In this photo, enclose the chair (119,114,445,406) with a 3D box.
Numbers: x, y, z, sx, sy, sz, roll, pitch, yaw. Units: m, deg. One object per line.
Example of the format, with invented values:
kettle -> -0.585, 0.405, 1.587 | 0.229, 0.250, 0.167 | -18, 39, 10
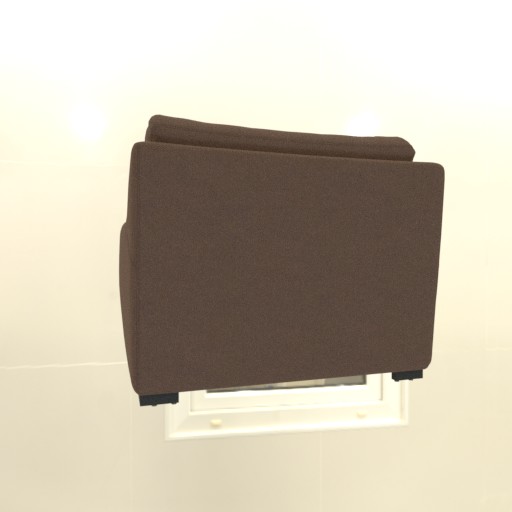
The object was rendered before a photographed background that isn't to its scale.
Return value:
chair -> 0.000, 0.000, 1.977 | 1.168, 0.940, 1.143 | 0, 0, -17
